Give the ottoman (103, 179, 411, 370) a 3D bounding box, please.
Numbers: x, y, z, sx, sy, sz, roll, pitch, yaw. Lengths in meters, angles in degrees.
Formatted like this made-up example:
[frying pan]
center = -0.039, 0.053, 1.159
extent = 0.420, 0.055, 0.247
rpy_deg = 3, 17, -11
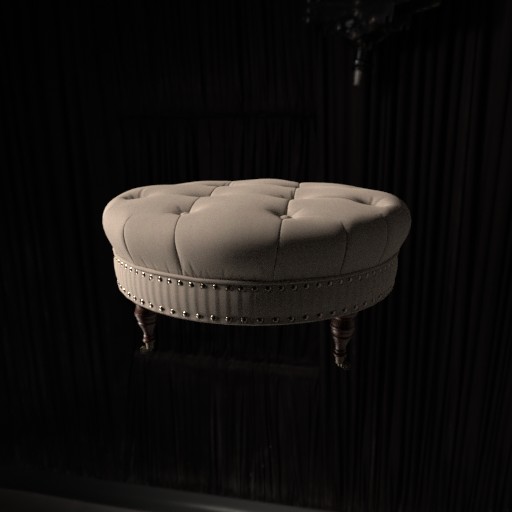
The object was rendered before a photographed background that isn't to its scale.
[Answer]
[ottoman]
center = 0.000, 0.000, 1.399
extent = 0.901, 0.439, 0.901
rpy_deg = 0, 16, 0
